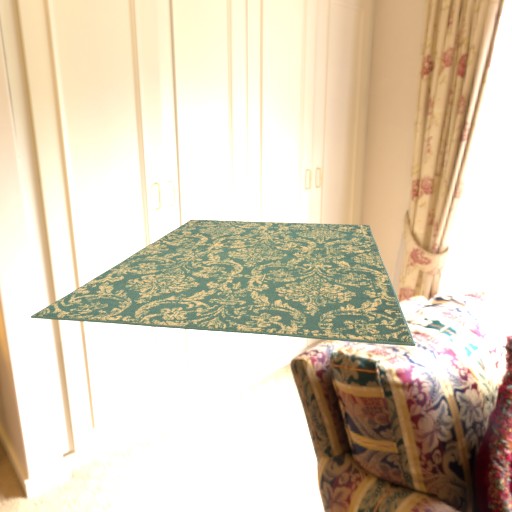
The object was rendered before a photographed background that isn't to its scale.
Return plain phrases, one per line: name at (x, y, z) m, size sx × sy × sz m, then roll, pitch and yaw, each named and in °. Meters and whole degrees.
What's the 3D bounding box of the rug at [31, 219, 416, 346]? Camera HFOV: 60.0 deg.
rug at (0.000, 0.000, 2.785) m, size 1.554 × 0.012 × 2.205 m, roll 3°, pitch 16°, yaw 9°
